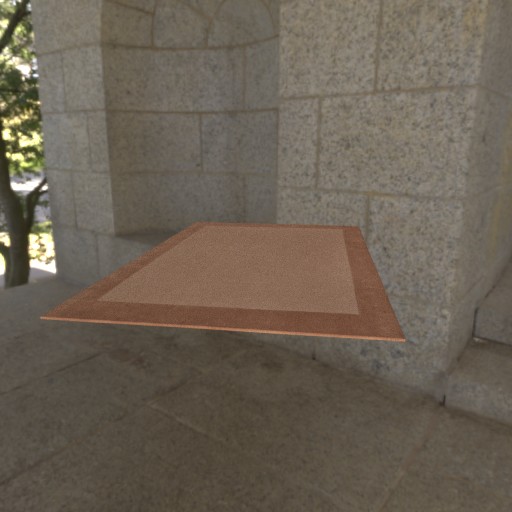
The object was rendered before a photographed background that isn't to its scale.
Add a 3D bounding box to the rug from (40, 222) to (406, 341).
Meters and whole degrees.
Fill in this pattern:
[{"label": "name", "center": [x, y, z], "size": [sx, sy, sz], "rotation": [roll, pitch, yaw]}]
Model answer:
[{"label": "rug", "center": [0.000, 0.000, 2.969], "size": [1.524, 0.014, 2.438], "rotation": [2, 14, 8]}]
